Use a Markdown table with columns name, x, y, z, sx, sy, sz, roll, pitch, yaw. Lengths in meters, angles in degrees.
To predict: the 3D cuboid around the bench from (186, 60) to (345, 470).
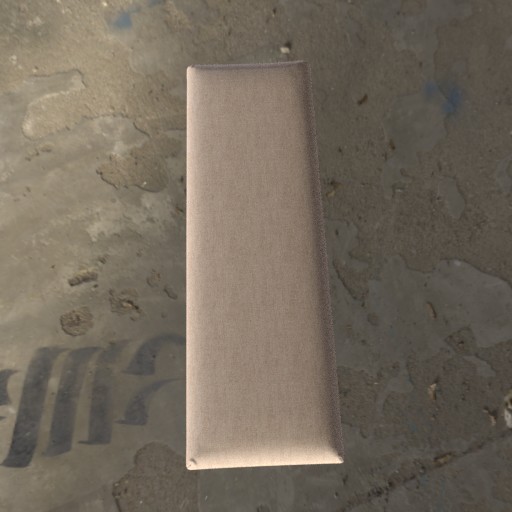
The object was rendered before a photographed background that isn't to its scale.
| name | x | y | z | sx | sy | sz | roll | pitch | yaw |
| --- | --- | --- | --- | --- | --- | --- | --- | --- | --- |
| bench | 0.000 | 0.000 | 1.461 | 0.410 | 0.457 | 1.219 | -2 | 74 | -1 |
